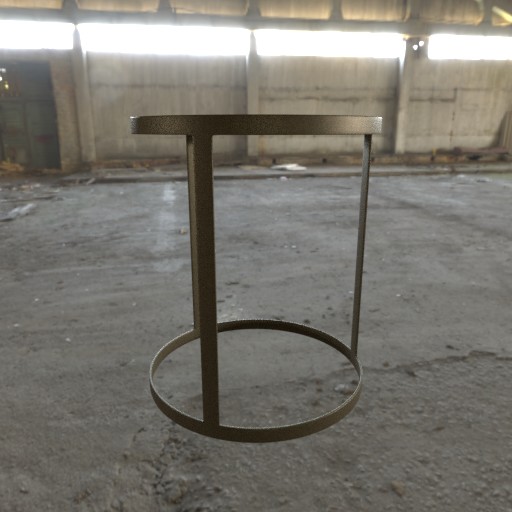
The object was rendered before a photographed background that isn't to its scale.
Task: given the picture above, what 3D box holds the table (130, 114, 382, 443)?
[{"bbox_3d":[0.000,0.000,0.952,0.480,0.565,0.480,0,16,0],"label":"table"}]
